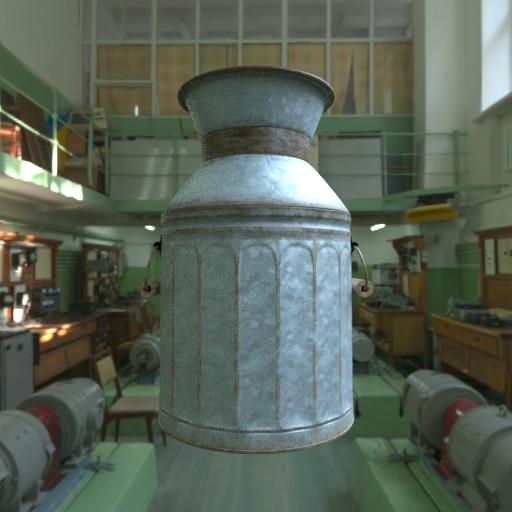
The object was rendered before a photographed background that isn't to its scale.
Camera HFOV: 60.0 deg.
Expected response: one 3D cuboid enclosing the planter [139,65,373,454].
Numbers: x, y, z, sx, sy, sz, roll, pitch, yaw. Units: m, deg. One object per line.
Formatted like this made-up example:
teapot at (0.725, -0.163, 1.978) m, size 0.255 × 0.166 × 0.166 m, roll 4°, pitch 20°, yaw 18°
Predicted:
planter at (0.000, 0.000, 0.501) m, size 0.248 × 0.358 × 0.215 m, roll 0°, pitch -1°, yaw -1°
